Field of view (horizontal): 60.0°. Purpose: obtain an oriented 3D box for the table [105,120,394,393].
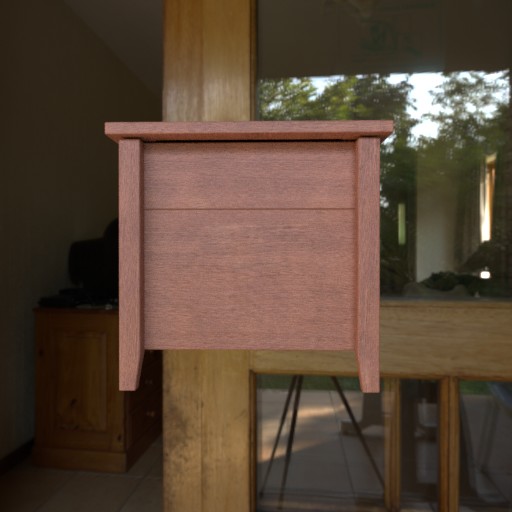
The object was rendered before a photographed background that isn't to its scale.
[{"bbox_3d":[0.000,0.000,1.247,0.483,0.457,1.016,0,0,2],"label":"table"}]
